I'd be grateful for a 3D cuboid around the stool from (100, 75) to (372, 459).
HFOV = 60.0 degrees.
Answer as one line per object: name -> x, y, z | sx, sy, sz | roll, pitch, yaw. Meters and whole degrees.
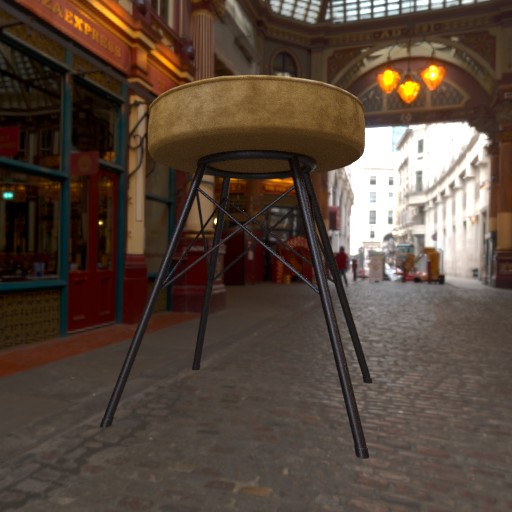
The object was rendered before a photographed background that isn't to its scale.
stool -> 0.000, 0.000, 0.906 | 0.472, 0.595, 0.438 | 0, 0, 18
